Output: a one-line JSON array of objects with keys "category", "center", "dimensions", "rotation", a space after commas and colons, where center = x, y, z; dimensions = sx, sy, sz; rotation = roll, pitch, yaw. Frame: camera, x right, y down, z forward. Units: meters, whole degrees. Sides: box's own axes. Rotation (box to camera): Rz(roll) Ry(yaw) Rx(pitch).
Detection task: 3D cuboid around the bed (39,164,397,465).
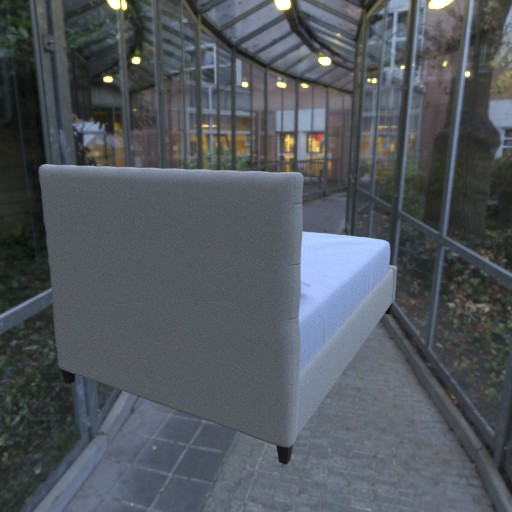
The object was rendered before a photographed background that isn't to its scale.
[{"category": "bed", "center": [0.000, 0.000, 3.395], "dimensions": [1.698, 1.427, 2.387], "rotation": [8, 16, 28]}]
